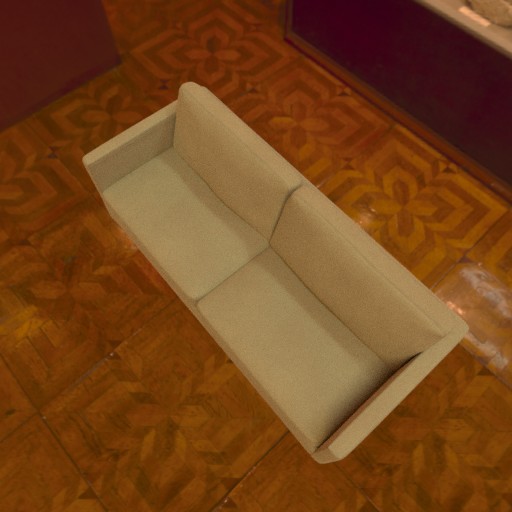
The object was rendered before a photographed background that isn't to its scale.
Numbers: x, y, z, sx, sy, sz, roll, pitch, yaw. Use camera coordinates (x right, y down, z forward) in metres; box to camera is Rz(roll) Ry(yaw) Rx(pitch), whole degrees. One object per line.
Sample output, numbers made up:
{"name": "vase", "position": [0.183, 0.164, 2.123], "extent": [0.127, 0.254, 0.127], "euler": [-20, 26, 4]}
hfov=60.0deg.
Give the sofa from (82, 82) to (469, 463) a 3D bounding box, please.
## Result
{"name": "sofa", "position": [0.000, 0.000, 2.622], "extent": [0.948, 0.932, 2.181], "euler": [-38, 69, -17]}
